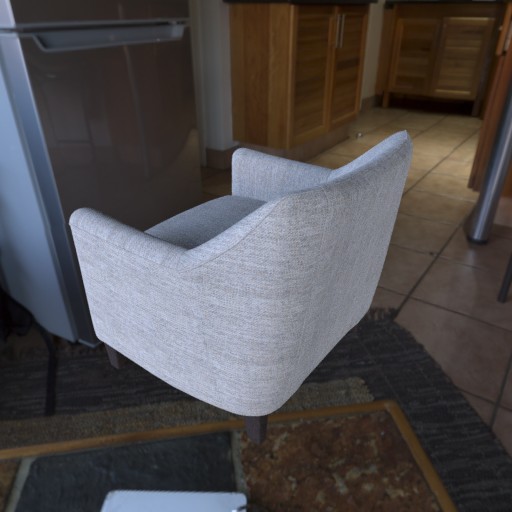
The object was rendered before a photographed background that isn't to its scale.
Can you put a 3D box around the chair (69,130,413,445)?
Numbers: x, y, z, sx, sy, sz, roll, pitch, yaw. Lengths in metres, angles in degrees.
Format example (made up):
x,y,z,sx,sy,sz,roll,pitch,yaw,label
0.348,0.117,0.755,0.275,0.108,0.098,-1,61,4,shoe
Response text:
x,y,z,sx,sy,sz,roll,pitch,yaw,label
0.000,0.000,1.397,0.758,0.761,0.796,21,37,32,chair
